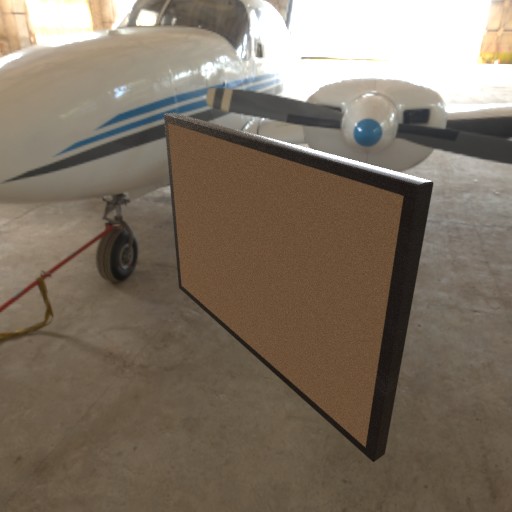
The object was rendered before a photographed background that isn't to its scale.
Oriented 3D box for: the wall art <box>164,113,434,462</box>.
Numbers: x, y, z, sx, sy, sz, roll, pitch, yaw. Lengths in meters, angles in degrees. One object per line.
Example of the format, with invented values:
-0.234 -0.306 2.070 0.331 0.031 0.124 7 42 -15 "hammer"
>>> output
0.000 0.000 1.154 0.038 0.612 0.912 -17 31 -32 "wall art"
